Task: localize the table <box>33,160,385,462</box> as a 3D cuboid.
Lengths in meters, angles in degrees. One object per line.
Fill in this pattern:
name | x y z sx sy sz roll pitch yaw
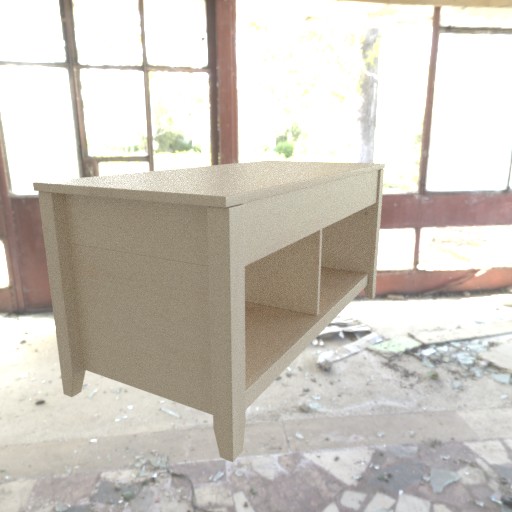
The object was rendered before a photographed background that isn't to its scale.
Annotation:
table | 0.000 0.000 1.269 0.457 0.483 1.016 8 17 28
